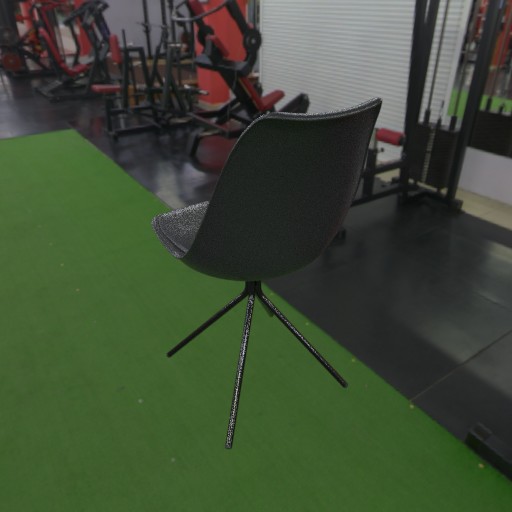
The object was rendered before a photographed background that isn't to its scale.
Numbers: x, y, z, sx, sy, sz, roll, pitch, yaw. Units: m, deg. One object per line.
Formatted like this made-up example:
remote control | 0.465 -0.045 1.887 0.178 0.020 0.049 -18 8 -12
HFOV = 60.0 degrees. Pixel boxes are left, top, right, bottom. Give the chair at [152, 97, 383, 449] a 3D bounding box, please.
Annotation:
chair | 0.000 0.000 1.160 0.461 0.850 0.525 -17 35 -27
